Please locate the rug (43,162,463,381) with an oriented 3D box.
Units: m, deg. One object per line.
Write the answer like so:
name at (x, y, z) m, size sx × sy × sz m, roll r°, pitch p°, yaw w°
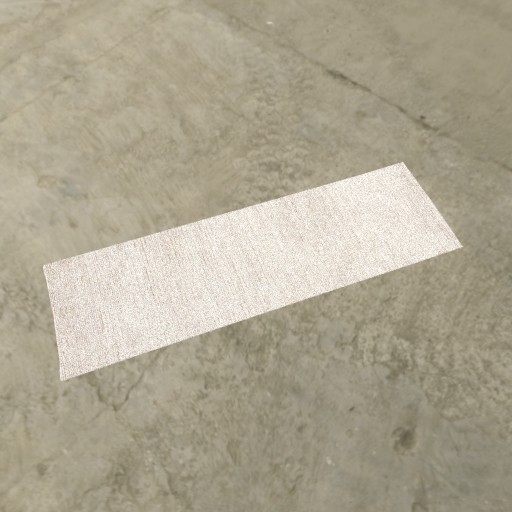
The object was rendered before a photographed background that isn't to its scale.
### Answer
rug at (0.000, 0.000, 2.576) m, size 2.346 × 0.013 × 0.712 m, roll -17°, pitch 61°, yaw -10°
